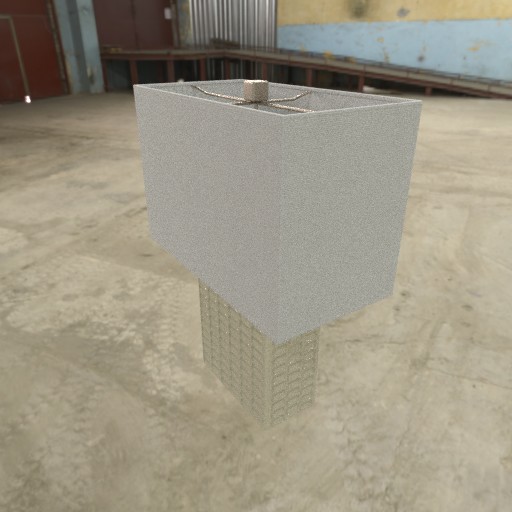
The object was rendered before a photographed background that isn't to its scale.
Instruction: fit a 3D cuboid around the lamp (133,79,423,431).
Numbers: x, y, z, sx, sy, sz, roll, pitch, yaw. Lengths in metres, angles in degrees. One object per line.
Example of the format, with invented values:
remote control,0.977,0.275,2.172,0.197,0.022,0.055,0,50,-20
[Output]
lamp,0.000,0.000,0.699,0.200,0.515,0.380,-17,30,-30
